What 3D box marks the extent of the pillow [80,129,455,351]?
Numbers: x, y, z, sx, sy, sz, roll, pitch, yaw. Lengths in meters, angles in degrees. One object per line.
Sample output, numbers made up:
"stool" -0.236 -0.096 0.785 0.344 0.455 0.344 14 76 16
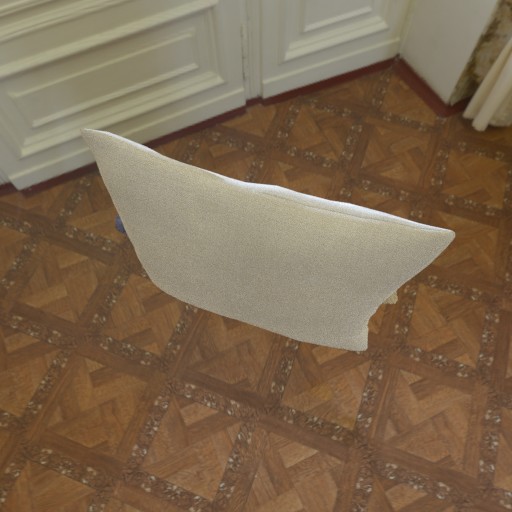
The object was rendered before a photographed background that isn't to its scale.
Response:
"pillow" 0.000 0.000 0.738 0.489 0.481 0.165 17 65 8
